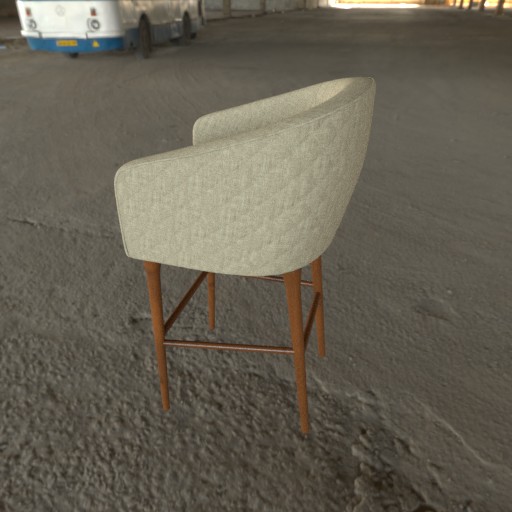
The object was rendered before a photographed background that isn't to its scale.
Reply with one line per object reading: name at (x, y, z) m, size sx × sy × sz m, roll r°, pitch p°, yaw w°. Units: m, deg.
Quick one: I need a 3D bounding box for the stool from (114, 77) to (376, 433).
stool at (0.000, 0.000, 1.418) m, size 0.607 × 1.078 × 0.559 m, roll 8°, pitch 32°, yaw 14°
